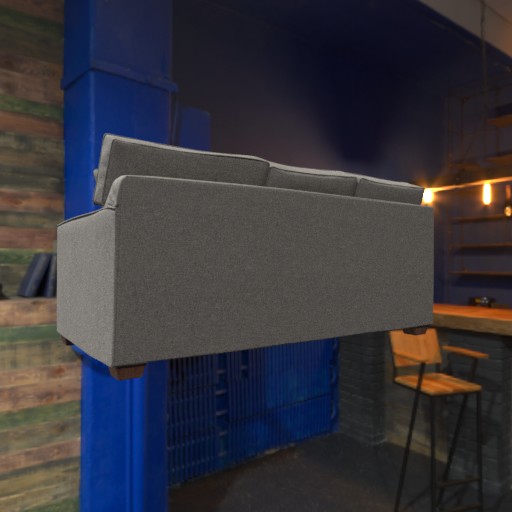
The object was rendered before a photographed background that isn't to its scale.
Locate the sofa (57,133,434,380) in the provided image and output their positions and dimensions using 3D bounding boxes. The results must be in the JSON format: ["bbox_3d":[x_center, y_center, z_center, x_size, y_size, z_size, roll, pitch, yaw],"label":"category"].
[{"bbox_3d":[0.000,0.000,2.551,1.963,0.946,1.034,1,-1,-35],"label":"sofa"}]
